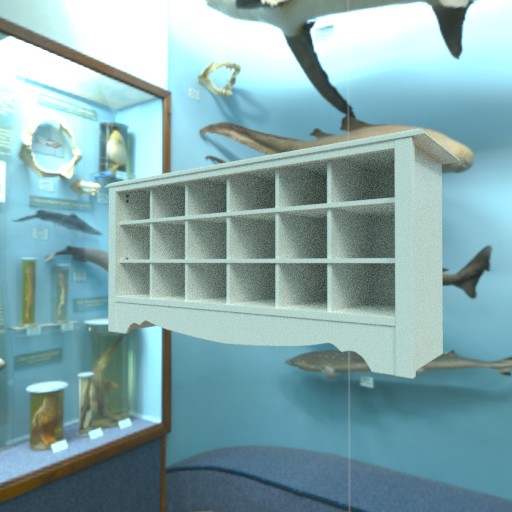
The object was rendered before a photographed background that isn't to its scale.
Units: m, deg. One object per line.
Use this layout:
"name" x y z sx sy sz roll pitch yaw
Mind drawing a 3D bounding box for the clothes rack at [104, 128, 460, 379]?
"clothes rack" 0.000 0.000 1.386 1.120 0.531 0.324 -1 -1 37
